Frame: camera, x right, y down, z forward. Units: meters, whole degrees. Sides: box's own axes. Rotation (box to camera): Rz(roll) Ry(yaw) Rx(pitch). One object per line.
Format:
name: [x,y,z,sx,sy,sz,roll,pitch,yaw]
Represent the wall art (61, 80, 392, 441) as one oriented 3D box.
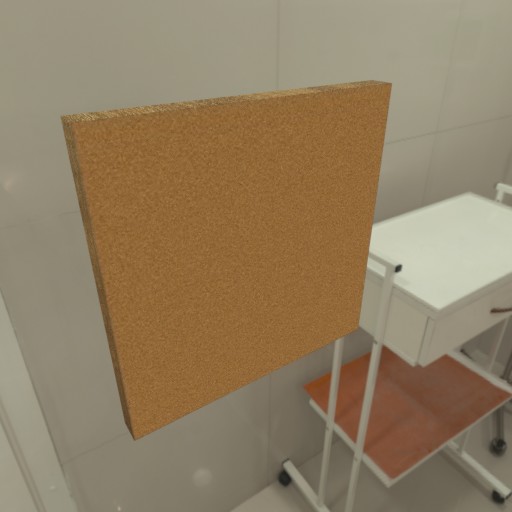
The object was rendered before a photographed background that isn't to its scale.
wall art: [0.000,0.000,0.587,0.406,0.403,0.039,-19,34,-30]
